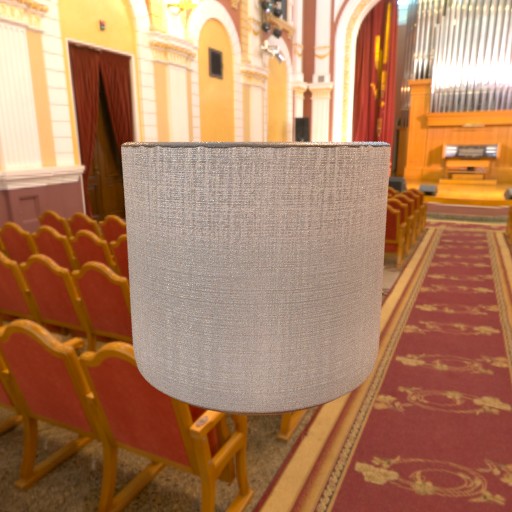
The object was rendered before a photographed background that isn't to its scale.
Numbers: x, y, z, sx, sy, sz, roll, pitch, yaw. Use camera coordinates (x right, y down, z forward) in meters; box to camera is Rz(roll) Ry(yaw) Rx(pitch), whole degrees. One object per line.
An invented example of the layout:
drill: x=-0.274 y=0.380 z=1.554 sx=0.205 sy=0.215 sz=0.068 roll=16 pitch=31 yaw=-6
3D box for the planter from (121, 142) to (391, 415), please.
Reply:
planter: x=0.000 y=0.000 z=0.224 sx=0.125 sy=0.112 sz=0.125 roll=0 pitch=14 yaw=0
